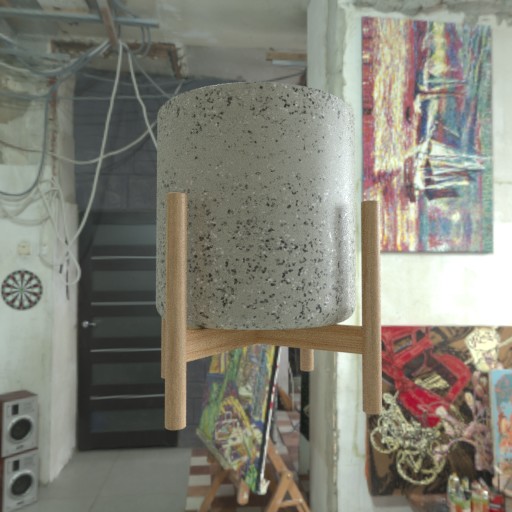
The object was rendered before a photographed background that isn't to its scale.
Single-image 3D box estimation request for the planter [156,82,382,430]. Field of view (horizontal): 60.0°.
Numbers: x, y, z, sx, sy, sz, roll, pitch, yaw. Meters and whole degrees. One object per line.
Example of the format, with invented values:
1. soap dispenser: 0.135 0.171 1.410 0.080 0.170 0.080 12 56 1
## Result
1. planter: 0.000 0.000 0.690 0.360 0.419 0.360 1 -3 -35
